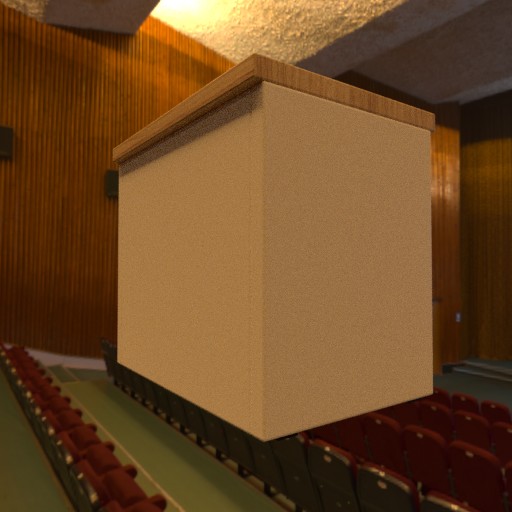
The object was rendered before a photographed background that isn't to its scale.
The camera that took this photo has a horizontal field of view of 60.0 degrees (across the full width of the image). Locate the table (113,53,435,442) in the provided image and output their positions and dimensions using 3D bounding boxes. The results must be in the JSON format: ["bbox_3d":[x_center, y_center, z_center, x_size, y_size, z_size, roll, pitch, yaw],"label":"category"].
[{"bbox_3d":[0.000,0.000,0.795,0.360,0.440,0.500,1,-2,-35],"label":"table"}]
